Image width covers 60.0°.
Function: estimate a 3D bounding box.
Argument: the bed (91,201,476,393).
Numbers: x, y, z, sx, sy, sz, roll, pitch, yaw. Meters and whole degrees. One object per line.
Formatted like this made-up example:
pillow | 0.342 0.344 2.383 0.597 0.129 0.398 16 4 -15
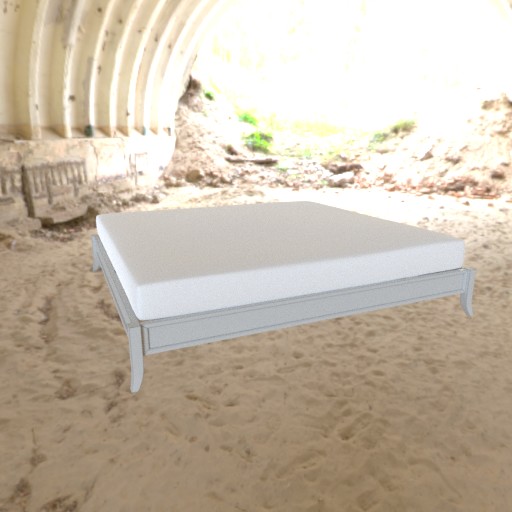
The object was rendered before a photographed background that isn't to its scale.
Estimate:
bed | 0.000 0.000 3.192 2.108 0.510 2.007 -7 17 -23
